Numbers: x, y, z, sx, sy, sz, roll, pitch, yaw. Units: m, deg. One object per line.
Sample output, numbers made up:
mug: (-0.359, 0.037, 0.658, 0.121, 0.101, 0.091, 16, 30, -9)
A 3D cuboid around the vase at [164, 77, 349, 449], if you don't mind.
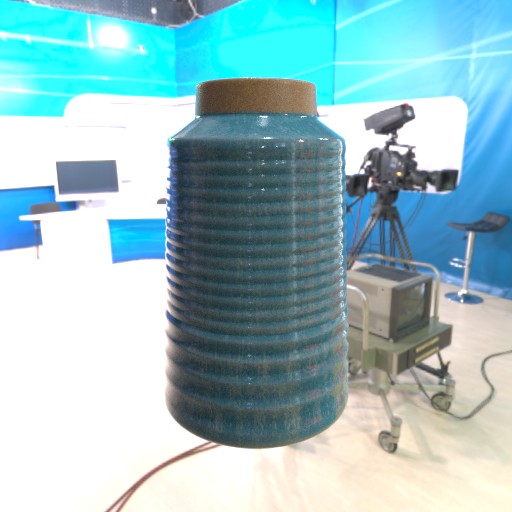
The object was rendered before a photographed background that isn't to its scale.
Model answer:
vase: (0.000, 0.000, 0.369, 0.163, 0.267, 0.163, 0, 15, 0)
